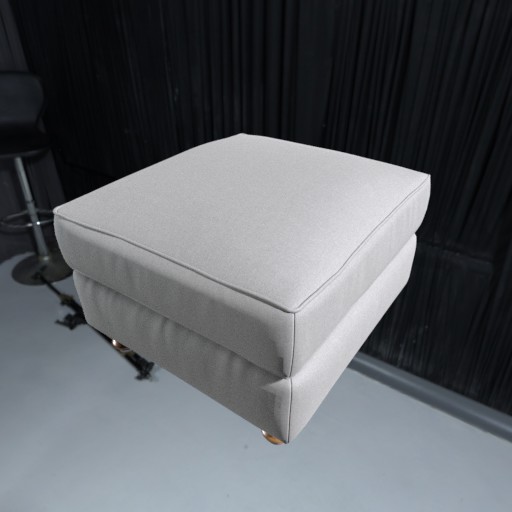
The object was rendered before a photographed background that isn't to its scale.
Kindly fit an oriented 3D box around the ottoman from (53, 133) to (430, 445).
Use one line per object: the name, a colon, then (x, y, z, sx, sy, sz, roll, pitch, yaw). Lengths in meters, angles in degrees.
ottoman: (0.000, 0.000, 1.153, 0.662, 0.505, 0.721, 20, 37, 29)
